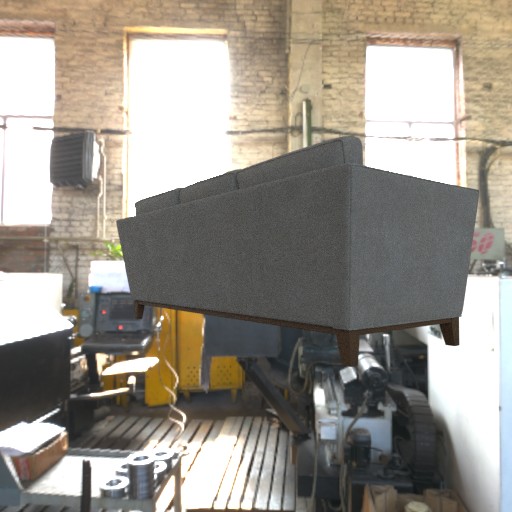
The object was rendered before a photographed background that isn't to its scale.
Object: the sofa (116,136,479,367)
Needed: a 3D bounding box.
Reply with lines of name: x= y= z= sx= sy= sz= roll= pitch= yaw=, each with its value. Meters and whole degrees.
sofa: x=0.000 y=0.000 z=2.831 sx=0.965 sy=0.940 sz=2.387 roll=1 pitch=-2 yaw=-37
